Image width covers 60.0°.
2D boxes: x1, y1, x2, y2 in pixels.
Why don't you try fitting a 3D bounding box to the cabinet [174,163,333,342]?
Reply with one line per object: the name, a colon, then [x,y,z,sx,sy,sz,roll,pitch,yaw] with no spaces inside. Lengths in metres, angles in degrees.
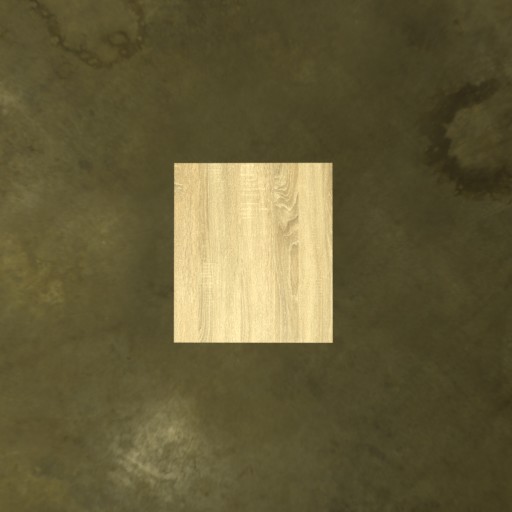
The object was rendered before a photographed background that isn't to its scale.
cabinet: [0.000,0.000,2.239,0.450,1.960,0.510,0,89,0]
